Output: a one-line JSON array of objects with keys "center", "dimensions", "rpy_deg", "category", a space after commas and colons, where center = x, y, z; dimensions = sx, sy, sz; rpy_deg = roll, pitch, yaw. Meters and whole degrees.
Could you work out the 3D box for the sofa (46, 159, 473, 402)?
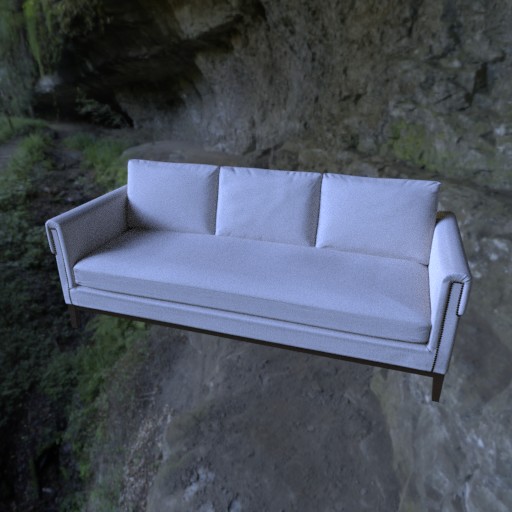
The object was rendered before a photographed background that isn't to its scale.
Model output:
[{"center": [0.000, 0.000, 2.609], "dimensions": [2.198, 0.911, 0.902], "rpy_deg": [8, 25, 16], "category": "sofa"}]
